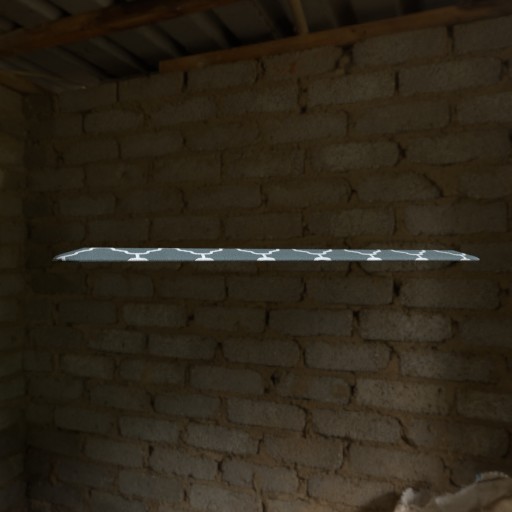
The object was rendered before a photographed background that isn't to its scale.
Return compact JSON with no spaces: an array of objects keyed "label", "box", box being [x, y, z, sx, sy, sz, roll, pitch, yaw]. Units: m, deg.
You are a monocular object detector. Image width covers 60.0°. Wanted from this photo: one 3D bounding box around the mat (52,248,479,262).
[{"label":"mat","box":[0.000,0.000,0.962,0.762,0.021,0.508,0,0,-18]}]
